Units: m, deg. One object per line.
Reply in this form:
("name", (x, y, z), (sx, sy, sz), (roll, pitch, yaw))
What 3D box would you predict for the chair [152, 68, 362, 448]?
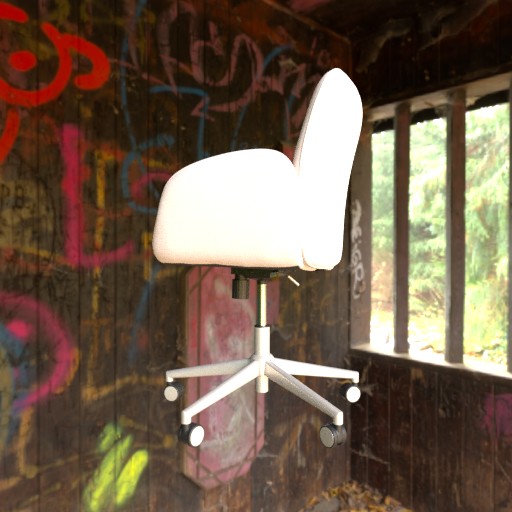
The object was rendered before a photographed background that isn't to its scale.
("chair", (0.000, 0.000, 1.376), (0.633, 0.959, 0.648), (0, 0, 19))
